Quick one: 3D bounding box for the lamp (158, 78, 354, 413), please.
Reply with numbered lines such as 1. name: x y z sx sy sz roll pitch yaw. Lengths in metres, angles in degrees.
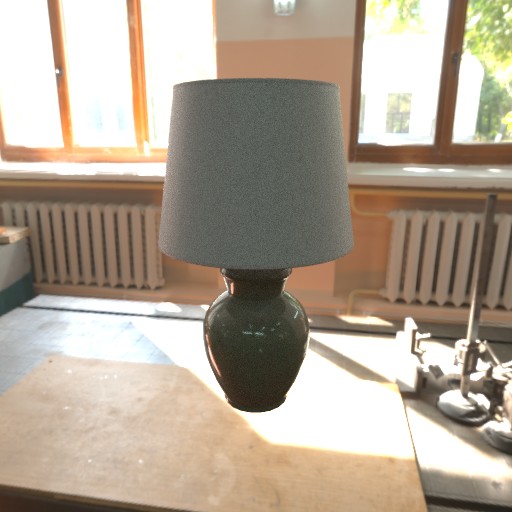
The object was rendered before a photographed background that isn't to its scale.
1. lamp: 0.000 0.000 0.560 0.239 0.399 0.239 0 16 0
